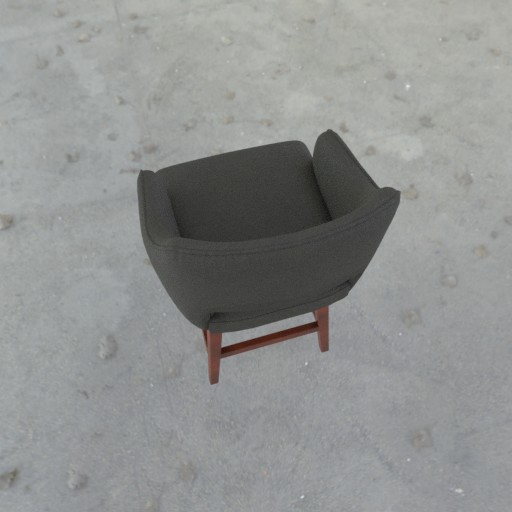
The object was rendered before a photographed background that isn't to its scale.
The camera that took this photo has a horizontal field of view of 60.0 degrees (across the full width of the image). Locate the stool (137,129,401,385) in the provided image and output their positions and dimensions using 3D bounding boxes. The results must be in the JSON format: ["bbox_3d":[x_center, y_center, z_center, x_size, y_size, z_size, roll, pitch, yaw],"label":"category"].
[{"bbox_3d":[0.000,0.000,1.245,0.548,0.912,0.558,-14,60,-8],"label":"stool"}]
